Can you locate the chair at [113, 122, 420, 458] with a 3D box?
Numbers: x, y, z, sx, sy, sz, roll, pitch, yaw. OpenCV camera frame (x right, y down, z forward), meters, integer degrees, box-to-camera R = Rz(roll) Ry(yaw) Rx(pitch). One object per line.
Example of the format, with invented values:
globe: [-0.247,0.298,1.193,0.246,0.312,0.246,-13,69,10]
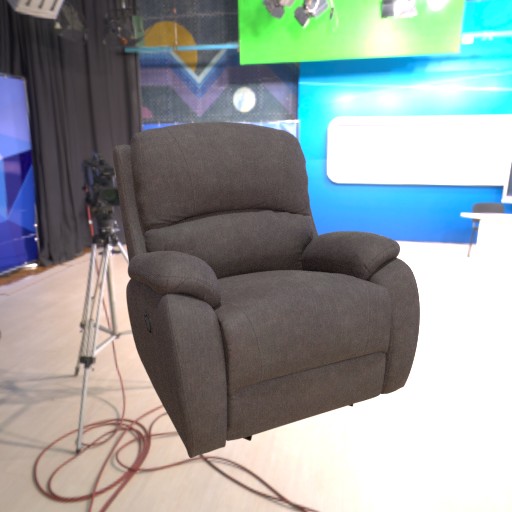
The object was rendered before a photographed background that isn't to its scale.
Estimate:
chair: [0.000,0.000,1.711,0.930,1.011,0.899,-7,17,-26]
